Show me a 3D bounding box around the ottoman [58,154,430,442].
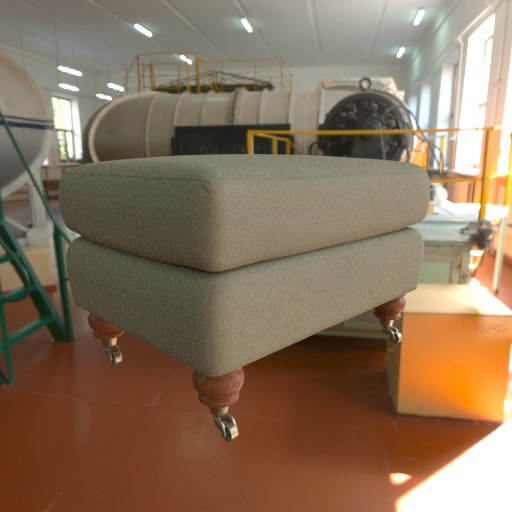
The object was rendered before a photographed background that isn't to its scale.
[{"bbox_3d":[0.000,0.000,1.126,0.773,0.504,0.569,-12,17,-43],"label":"ottoman"}]
